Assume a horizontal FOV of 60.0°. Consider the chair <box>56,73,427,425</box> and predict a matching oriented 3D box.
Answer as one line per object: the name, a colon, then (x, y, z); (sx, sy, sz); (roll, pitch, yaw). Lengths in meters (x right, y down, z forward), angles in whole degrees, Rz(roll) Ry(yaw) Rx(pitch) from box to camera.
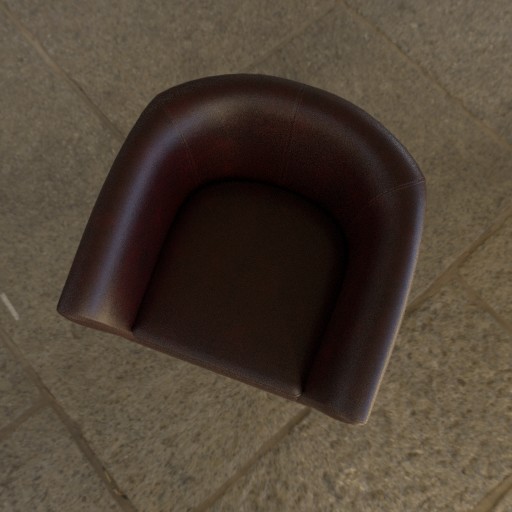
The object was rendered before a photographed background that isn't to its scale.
chair: (0.000, 0.000, 1.341); (0.792, 0.756, 0.727); (19, 76, 5)
